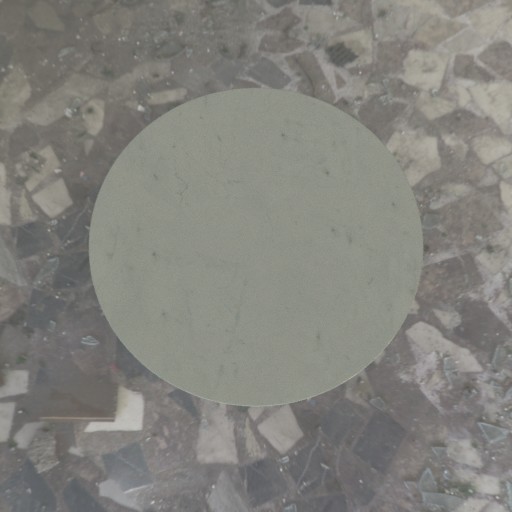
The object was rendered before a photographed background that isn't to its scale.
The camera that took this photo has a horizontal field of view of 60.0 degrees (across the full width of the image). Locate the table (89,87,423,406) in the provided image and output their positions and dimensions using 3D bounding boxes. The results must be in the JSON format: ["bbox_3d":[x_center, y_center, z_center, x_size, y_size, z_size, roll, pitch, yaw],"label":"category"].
[{"bbox_3d":[0.000,0.000,1.280,0.800,0.450,0.800,0,74,0],"label":"table"}]
